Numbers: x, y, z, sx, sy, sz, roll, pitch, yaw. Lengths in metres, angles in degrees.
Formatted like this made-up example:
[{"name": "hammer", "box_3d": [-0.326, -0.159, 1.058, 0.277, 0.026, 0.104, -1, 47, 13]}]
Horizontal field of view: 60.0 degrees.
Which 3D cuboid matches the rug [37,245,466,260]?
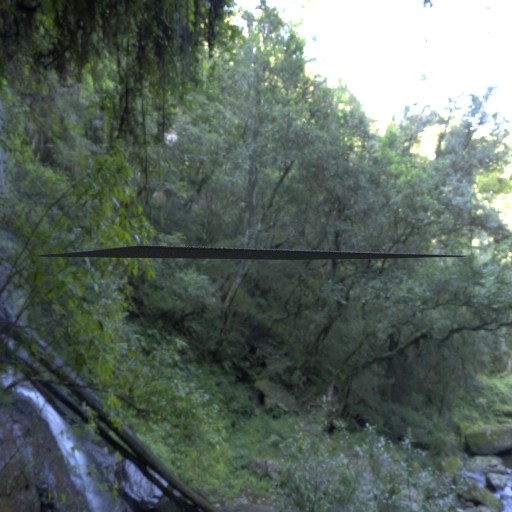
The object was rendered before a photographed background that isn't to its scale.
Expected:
[{"name": "rug", "box_3d": [0.000, 0.000, 4.970, 3.935, 0.025, 2.782, 1, -2, -38]}]
